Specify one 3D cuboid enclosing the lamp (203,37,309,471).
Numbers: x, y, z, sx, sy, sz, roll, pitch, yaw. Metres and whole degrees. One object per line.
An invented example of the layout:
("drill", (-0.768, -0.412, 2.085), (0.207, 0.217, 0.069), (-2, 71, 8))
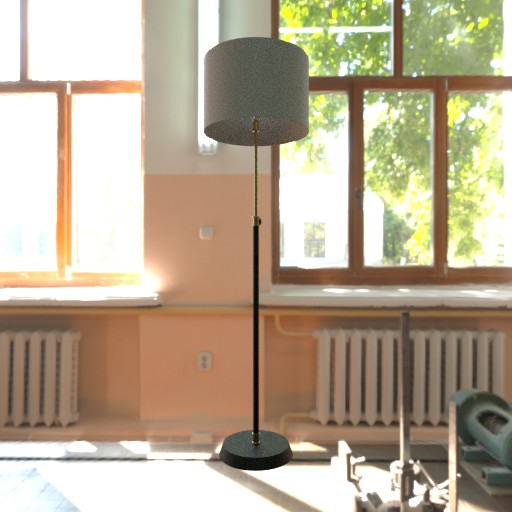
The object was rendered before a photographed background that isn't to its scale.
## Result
("lamp", (0.000, 0.000, 1.704), (0.404, 1.517, 0.404), (0, 0, 36))
